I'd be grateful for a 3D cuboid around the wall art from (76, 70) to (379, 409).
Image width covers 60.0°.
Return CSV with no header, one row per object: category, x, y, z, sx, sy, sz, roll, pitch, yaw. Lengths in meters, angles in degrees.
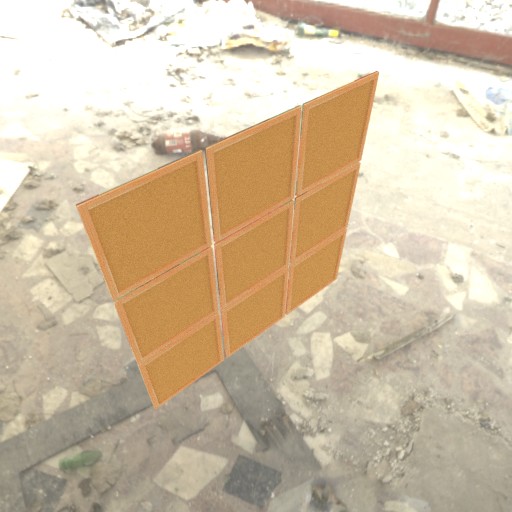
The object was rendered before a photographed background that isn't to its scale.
wall art,0.000,0.000,1.861,1.216,1.220,0.013,-32,54,-26
